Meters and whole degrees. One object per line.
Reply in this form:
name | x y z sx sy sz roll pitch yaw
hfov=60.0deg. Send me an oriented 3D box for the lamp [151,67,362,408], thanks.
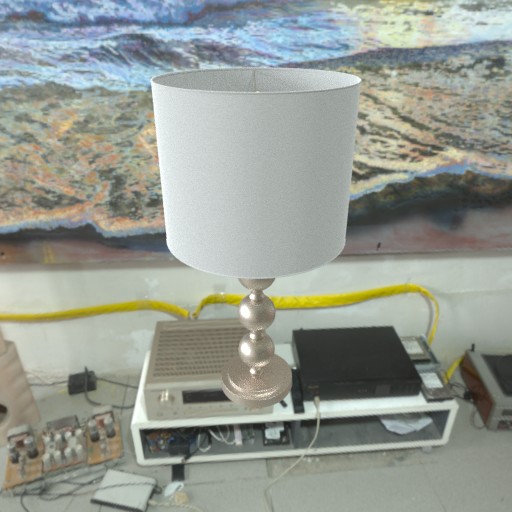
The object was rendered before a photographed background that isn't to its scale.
lamp | 0.000 0.000 0.715 0.277 0.538 0.277 -18 33 -30
